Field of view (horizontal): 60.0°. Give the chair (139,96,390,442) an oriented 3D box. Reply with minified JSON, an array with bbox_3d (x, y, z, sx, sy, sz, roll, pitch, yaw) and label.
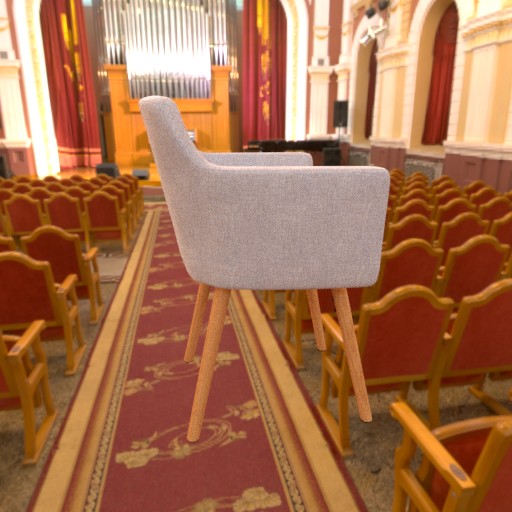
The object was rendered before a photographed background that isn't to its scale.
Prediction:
[{"bbox_3d":[0.000,0.000,1.160,0.540,0.780,0.570,-3,16,-9],"label":"chair"}]
